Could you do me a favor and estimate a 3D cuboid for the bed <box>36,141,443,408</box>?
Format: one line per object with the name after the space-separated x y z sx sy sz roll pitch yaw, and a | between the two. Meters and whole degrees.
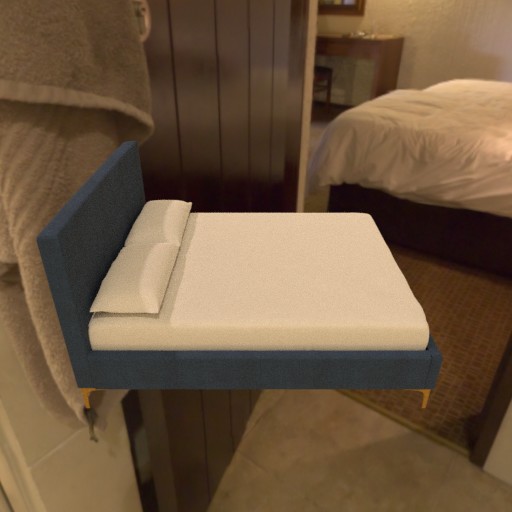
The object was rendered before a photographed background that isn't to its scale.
0.000 0.000 3.200 2.172 1.231 1.723 0 30 0 | bed
